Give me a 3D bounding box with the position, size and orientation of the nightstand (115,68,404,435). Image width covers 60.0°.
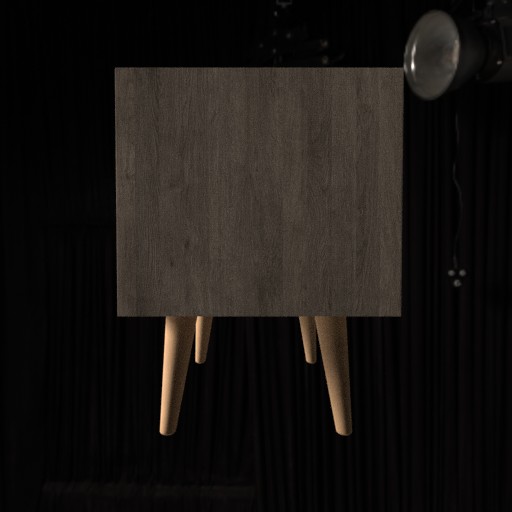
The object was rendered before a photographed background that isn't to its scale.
[{"bbox_3d":[0.000,0.000,0.818,0.380,0.500,0.480,0,2,0],"label":"nightstand"}]
